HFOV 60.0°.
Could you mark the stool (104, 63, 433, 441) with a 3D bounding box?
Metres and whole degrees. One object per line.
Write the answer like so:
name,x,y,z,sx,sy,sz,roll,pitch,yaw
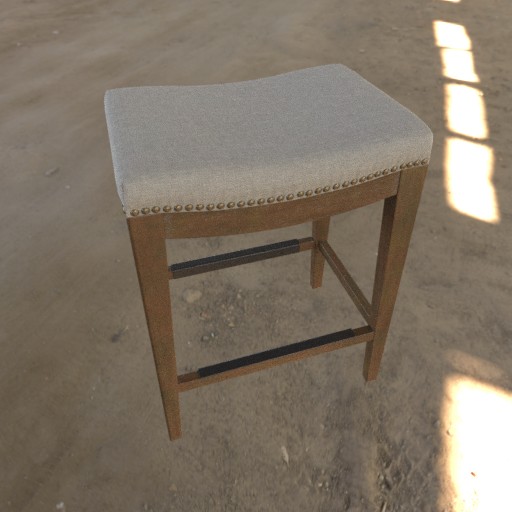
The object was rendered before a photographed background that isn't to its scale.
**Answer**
stool,0.000,0.000,0.939,0.508,0.660,0.356,-12,43,-13
